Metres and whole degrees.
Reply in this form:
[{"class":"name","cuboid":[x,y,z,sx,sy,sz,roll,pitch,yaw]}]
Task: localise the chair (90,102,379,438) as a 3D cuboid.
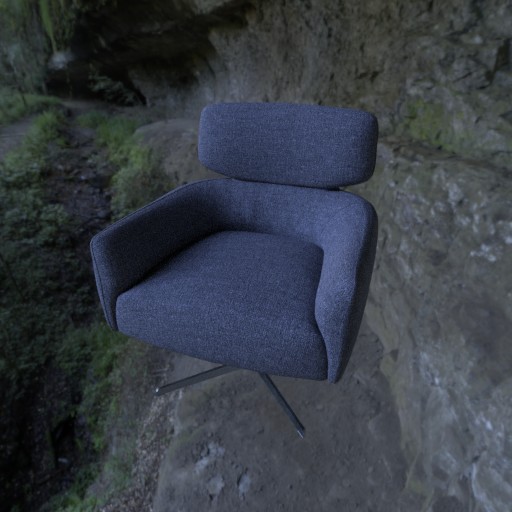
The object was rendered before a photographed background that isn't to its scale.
[{"class":"chair","cuboid":[0.000,0.000,1.354,0.706,0.812,0.715,9,28,17]}]
